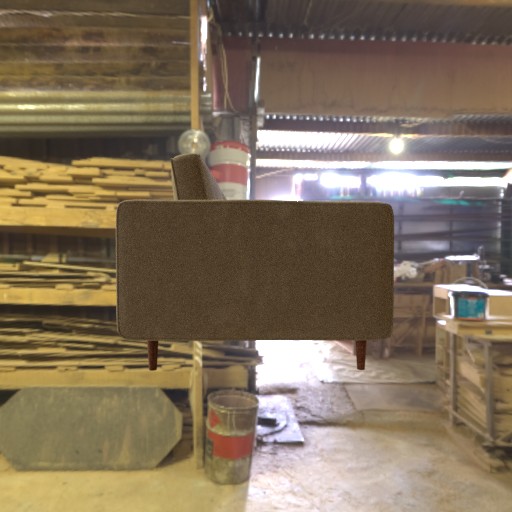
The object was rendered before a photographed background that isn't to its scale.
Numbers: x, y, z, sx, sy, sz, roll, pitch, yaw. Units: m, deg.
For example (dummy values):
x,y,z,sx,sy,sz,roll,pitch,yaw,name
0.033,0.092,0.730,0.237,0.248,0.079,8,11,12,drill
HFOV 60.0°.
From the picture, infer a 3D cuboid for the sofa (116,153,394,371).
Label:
x,y,z,sx,sy,sz,roll,pitch,yaw,name
0.000,0.000,2.330,0.920,0.769,1.883,0,2,0,sofa
